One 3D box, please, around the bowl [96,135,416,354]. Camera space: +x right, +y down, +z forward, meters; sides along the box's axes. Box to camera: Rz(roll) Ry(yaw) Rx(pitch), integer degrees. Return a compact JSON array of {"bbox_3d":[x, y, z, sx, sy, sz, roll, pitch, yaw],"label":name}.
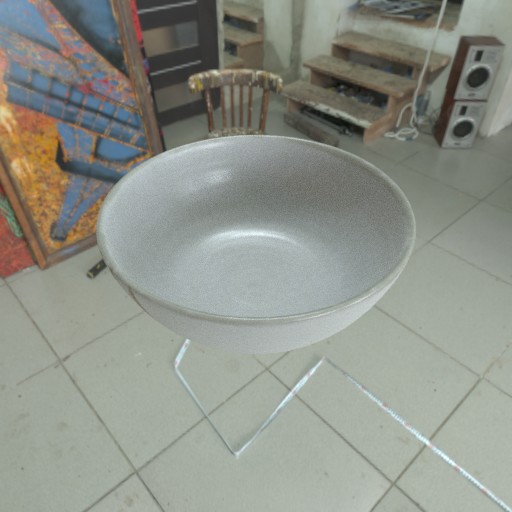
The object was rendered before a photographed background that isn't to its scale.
[{"bbox_3d":[0.000,0.000,0.423,0.268,0.121,0.268,0,41,0],"label":"bowl"}]
